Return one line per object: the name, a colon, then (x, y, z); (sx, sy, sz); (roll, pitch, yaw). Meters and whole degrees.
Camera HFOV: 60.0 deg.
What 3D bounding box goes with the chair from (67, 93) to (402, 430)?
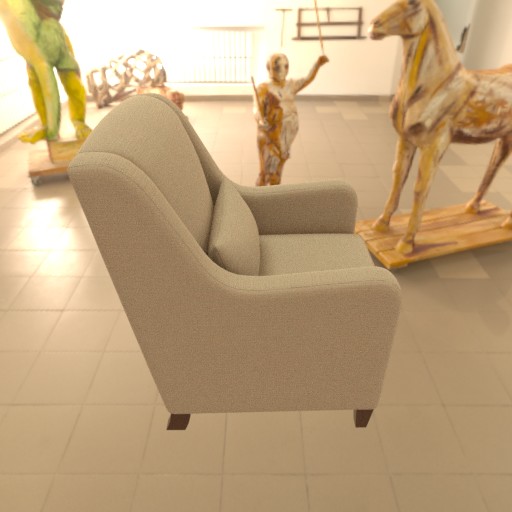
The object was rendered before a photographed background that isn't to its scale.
chair: (0.000, 0.000, 1.574); (0.896, 1.017, 0.715); (0, 33, 0)
